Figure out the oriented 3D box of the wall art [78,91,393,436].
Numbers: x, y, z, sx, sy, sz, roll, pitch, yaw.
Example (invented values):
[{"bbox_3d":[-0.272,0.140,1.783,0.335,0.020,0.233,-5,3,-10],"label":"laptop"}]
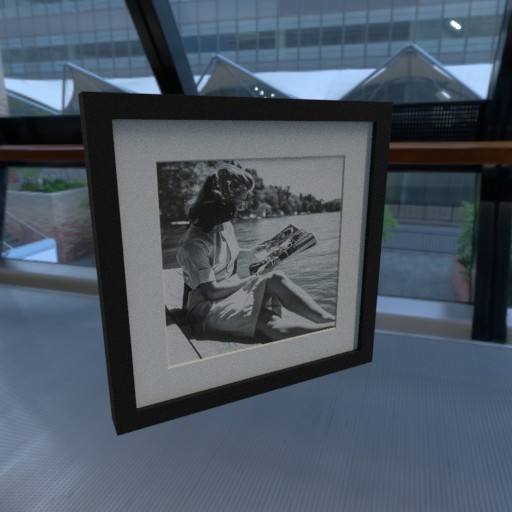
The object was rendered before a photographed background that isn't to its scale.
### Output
[{"bbox_3d":[0.000,0.000,0.455,0.308,0.305,0.030,-8,18,-26],"label":"wall art"}]
